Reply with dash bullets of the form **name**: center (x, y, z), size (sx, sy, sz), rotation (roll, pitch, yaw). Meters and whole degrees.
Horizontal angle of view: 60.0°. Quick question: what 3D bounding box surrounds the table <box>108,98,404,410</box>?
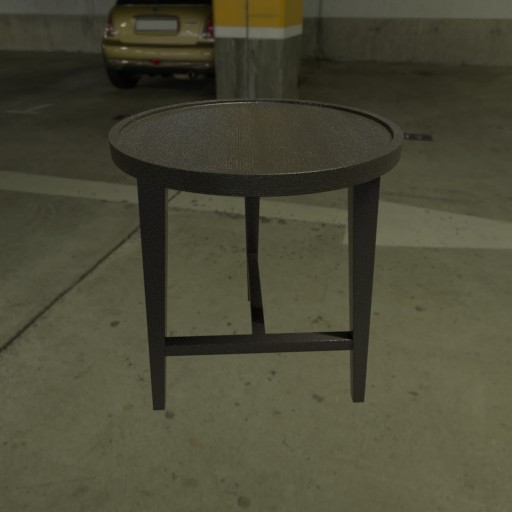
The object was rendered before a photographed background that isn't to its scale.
- **table**: center (0.000, 0.000, 0.912), size (0.500, 0.531, 0.500), rotation (0, 30, 0)
